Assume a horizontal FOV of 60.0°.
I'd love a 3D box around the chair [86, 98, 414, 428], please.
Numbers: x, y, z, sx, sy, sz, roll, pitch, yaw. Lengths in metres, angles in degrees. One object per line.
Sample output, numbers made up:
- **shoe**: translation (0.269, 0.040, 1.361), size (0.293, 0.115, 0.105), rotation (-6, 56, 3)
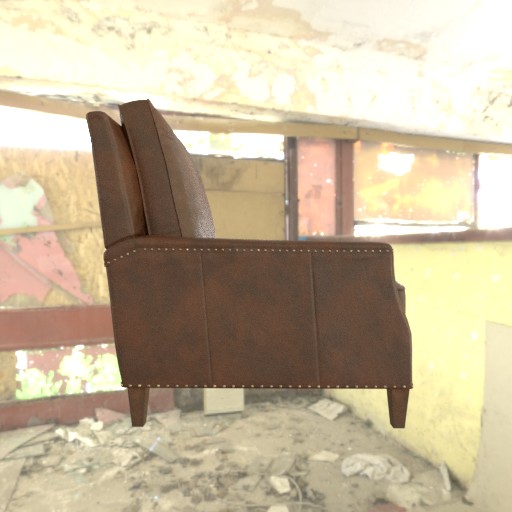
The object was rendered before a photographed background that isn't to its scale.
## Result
- **chair**: translation (0.000, 0.000, 1.769), size (1.035, 1.054, 0.854), rotation (0, 1, 1)
